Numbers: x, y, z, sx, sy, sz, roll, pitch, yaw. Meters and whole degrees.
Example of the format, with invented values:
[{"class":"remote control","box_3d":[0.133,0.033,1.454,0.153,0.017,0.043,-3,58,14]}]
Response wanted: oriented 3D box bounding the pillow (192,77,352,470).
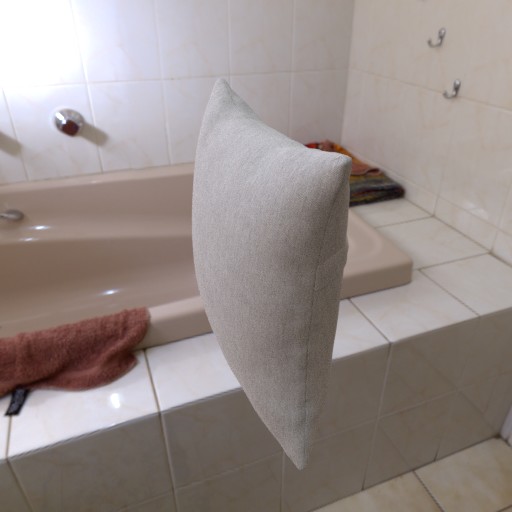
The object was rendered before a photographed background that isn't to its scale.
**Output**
[{"class":"pillow","box_3d":[0.000,0.000,0.662,0.173,0.436,0.433,-10,32,-16]}]
